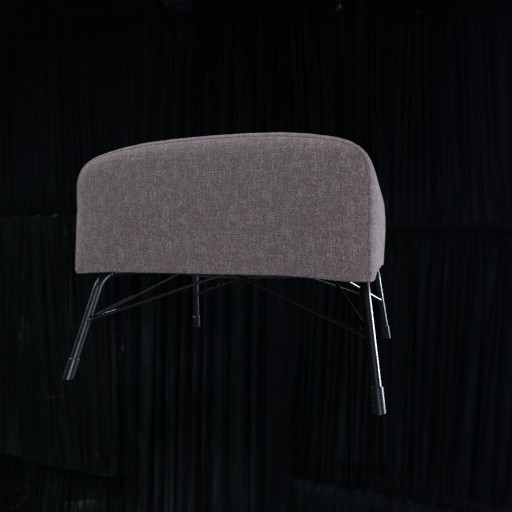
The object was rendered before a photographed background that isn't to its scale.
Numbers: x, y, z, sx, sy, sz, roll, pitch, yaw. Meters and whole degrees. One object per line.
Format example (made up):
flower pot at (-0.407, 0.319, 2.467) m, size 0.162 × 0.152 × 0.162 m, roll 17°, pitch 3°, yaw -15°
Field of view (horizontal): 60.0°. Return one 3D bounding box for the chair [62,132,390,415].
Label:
chair at (0.000, 0.000, 0.918) m, size 0.530 × 0.410 × 0.530 m, roll 0°, pitch 1°, yaw 18°
